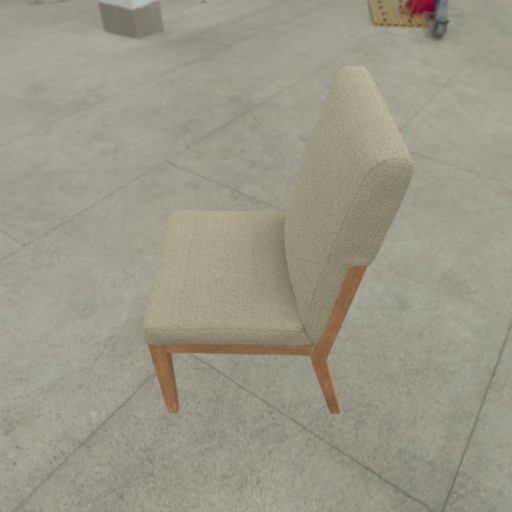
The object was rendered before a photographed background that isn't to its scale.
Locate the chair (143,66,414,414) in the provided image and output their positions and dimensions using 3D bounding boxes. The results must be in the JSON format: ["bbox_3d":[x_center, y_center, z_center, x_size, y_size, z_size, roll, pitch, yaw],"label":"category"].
[{"bbox_3d":[0.000,0.000,1.263,0.586,0.911,0.507,0,43,0],"label":"chair"}]
